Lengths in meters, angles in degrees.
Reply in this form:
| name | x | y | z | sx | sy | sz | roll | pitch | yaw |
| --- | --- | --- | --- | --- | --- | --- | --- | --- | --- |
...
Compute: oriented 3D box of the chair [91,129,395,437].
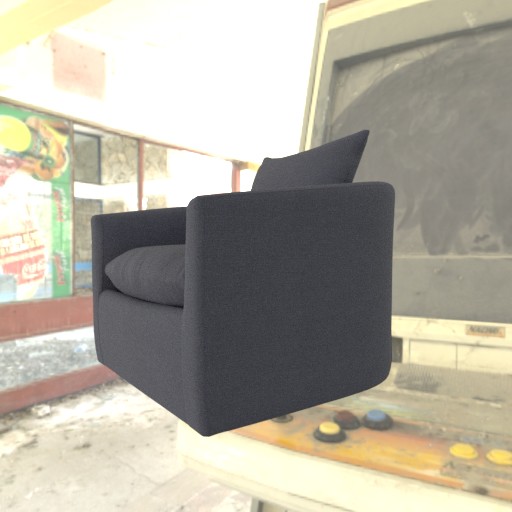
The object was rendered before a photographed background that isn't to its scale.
| name | x | y | z | sx | sy | sz | roll | pitch | yaw |
| --- | --- | --- | --- | --- | --- | --- | --- | --- | --- |
| chair | 0.000 | 0.000 | 1.558 | 0.910 | 0.848 | 0.845 | -1 | 2 | -36 |
